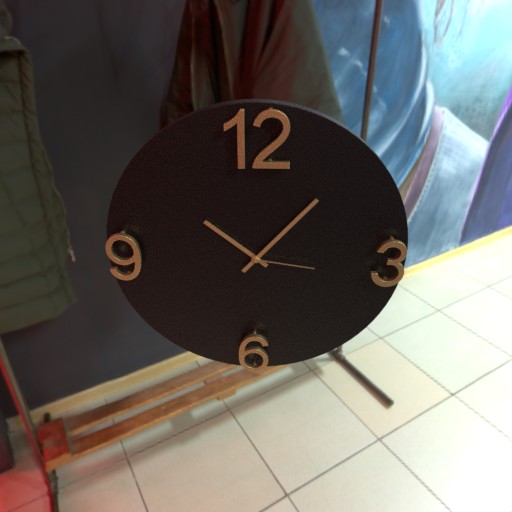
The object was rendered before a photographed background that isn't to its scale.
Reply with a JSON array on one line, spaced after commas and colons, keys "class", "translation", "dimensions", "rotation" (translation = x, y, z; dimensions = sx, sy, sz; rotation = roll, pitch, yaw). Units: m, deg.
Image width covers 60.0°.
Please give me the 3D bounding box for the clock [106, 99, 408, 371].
[{"class": "clock", "translation": [0.000, 0.000, 0.677], "dimensions": [0.454, 0.454, 0.038], "rotation": [1, 30, 2]}]
